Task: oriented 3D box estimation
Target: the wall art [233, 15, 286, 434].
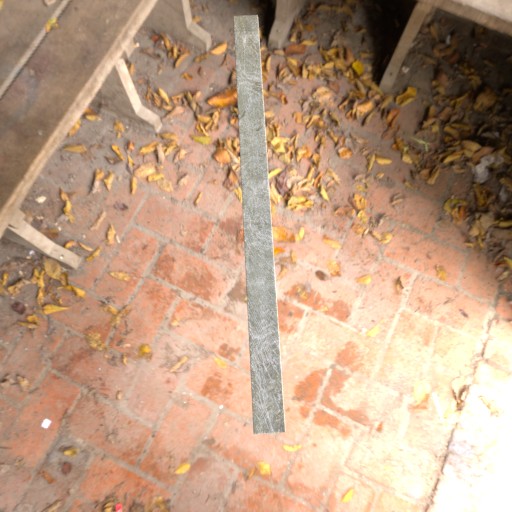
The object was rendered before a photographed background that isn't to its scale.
[{"bbox_3d":[0.000,0.000,0.903,0.038,0.610,0.610,-3,74,-1],"label":"wall art"}]
